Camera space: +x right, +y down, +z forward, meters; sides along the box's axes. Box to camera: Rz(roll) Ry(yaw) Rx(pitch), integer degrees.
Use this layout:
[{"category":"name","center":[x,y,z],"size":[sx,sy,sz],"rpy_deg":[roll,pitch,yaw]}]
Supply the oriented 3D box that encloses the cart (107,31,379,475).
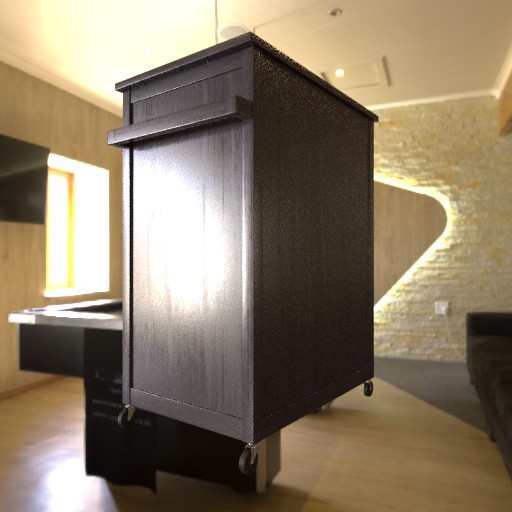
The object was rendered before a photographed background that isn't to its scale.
[{"category":"cart","center":[0.000,0.000,1.252],"size":[0.449,0.878,0.690],"rpy_deg":[0,0,37]}]
